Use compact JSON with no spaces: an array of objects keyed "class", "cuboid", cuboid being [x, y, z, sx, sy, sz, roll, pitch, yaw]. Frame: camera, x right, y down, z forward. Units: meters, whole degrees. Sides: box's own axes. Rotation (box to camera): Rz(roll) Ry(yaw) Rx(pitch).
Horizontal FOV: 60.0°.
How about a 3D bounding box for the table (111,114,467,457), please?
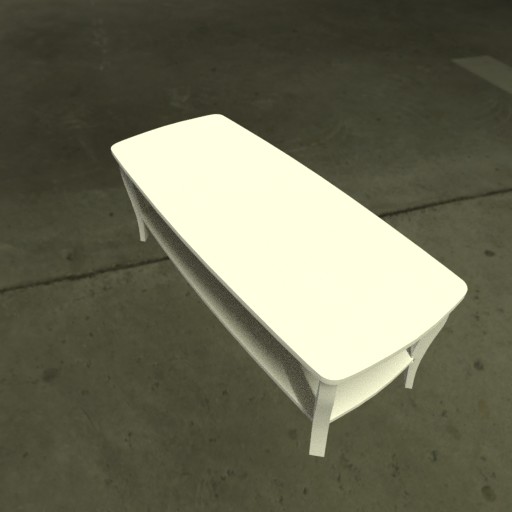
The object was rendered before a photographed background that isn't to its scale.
[{"class":"table","cuboid":[0.000,0.000,1.620,0.561,0.474,1.334,-26,49,-25]}]
